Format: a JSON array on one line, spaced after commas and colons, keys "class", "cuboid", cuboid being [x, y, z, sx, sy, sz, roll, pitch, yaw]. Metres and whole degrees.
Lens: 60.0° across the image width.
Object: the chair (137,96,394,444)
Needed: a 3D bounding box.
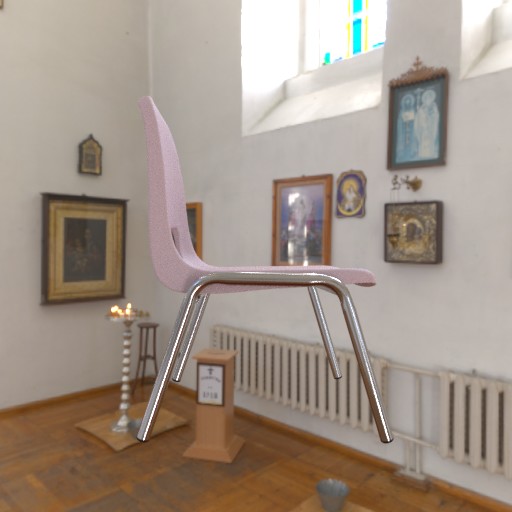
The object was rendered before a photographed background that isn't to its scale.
[{"class": "chair", "cuboid": [0.000, 0.000, 0.799, 0.385, 0.536, 0.354, 0, 0, -1]}]
